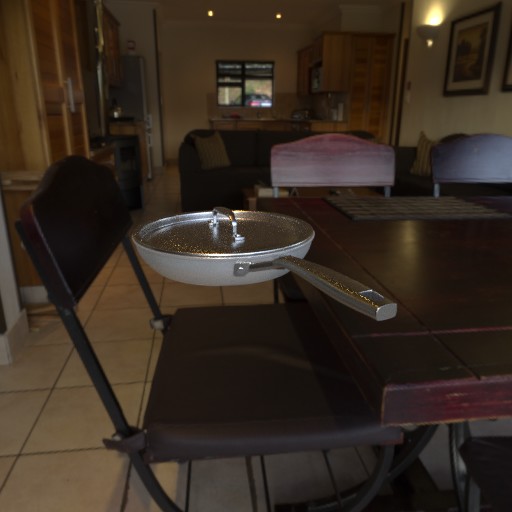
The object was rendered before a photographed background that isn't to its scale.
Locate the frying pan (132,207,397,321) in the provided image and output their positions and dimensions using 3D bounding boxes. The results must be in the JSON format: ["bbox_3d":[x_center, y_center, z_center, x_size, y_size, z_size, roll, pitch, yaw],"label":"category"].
[{"bbox_3d":[0.000,0.000,0.585,0.272,0.086,0.490,-8,19,-25],"label":"frying pan"}]
